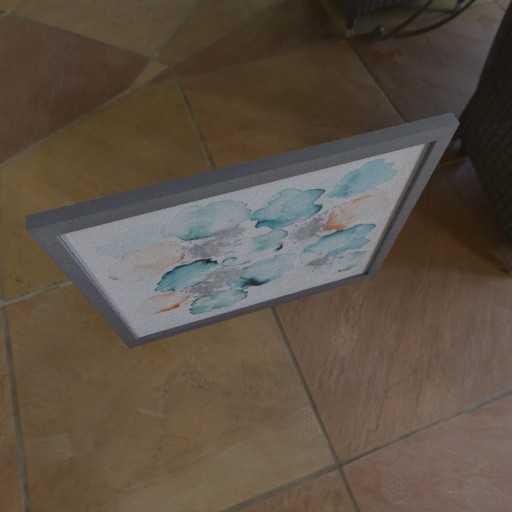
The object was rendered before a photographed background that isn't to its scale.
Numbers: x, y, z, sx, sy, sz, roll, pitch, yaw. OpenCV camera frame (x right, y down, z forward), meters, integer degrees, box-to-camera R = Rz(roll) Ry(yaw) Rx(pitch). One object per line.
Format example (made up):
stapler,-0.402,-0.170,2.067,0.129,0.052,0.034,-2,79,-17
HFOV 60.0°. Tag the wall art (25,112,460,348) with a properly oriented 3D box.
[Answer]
wall art,0.000,0.000,0.899,0.660,0.558,0.026,-15,63,-8
